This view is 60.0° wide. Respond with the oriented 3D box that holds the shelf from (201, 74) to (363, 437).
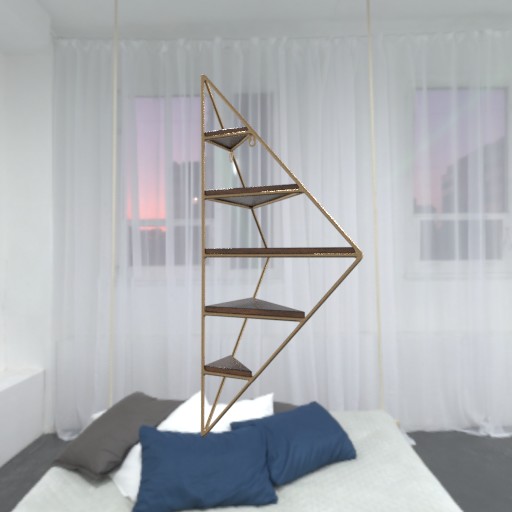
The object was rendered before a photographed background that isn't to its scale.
[{"bbox_3d":[0.000,0.000,1.164,0.294,0.913,0.564,0,0,-19],"label":"shelf"}]
